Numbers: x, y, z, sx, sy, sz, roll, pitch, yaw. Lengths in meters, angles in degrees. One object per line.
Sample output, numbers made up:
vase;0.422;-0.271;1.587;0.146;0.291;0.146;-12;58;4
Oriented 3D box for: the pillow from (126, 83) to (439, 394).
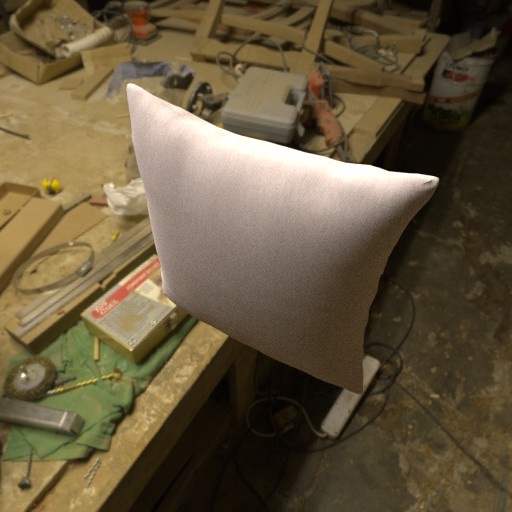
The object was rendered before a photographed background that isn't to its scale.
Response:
pillow;0.000;0.000;0.685;0.433;0.436;0.173;24;50;22
